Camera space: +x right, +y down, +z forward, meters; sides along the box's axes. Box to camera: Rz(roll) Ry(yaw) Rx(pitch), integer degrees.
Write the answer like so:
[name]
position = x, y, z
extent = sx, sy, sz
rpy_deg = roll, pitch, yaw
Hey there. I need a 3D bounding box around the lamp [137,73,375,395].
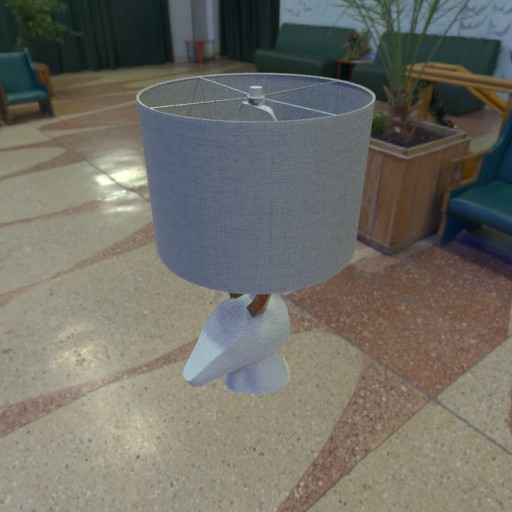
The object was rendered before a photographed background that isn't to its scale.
[lamp]
position = 0.000, 0.000, 0.695
extent = 0.298, 0.503, 0.298
rpy_deg = -20, 37, -30
